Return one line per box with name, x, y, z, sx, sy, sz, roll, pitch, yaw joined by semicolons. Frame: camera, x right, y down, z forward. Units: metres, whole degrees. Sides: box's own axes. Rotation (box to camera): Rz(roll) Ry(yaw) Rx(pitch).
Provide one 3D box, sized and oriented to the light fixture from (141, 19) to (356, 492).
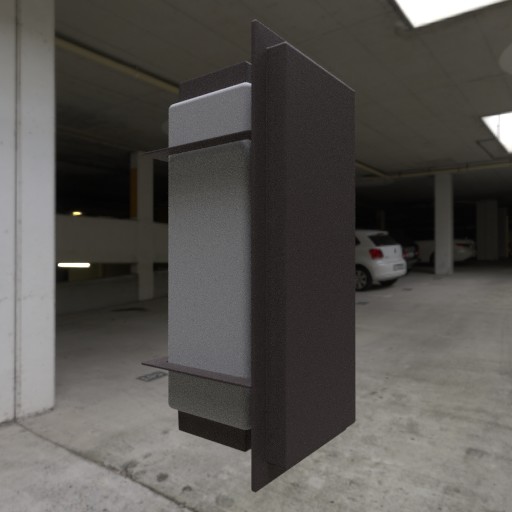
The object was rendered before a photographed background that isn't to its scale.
light fixture;0.000;0.000;0.418;0.146;0.347;0.153;0;-1;37
